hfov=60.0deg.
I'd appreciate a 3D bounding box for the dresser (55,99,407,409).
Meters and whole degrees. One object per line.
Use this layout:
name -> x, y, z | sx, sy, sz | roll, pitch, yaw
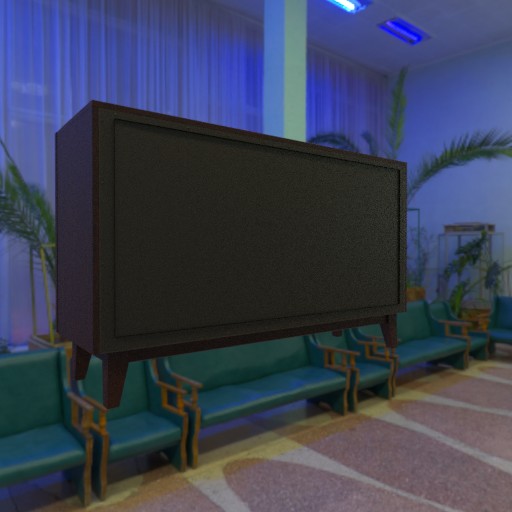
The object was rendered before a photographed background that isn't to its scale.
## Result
dresser -> 0.000, 0.000, 2.034 | 1.609, 0.971, 0.499 | 0, 1, -37
